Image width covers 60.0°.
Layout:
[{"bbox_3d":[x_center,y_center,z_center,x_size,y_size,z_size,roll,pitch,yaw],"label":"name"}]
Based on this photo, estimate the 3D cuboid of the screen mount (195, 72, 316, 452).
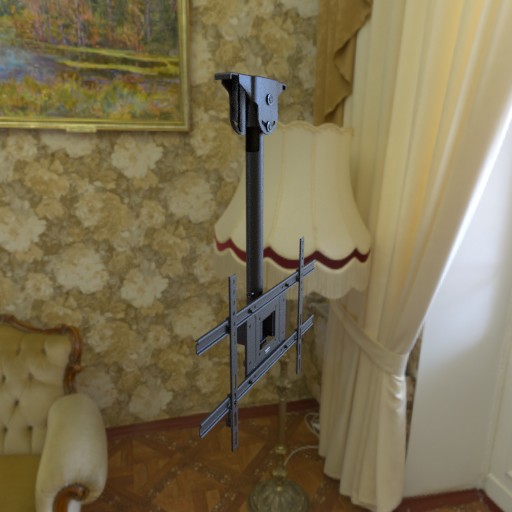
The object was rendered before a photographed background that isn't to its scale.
[{"bbox_3d":[0.000,0.000,1.040,0.090,0.775,0.595,8,18,27],"label":"screen mount"}]
